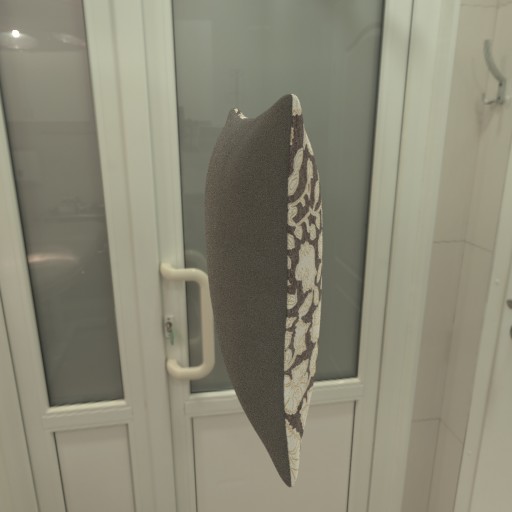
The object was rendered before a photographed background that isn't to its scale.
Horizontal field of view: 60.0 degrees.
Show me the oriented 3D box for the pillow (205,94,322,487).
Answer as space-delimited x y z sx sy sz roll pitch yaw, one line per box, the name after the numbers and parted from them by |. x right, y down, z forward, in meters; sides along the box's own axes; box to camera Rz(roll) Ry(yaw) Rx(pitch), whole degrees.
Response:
0.000 0.000 0.776 0.166 0.507 0.526 -3 17 -9 | pillow
